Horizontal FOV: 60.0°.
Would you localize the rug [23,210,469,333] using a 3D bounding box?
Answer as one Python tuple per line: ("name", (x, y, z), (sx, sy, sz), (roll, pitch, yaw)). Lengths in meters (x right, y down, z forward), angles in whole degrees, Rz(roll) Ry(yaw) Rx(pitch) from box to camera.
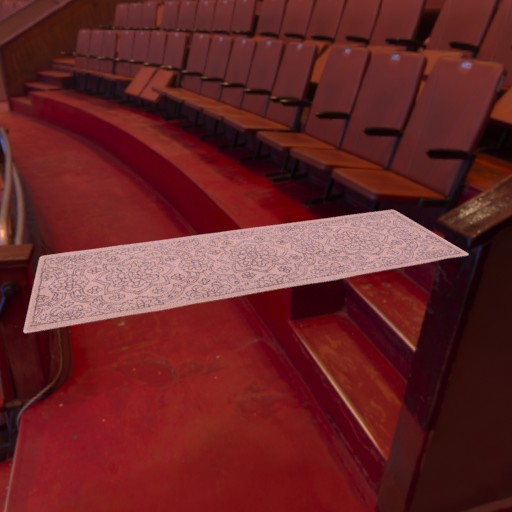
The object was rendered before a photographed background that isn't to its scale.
("rug", (0.000, 0.000, 2.630), (2.431, 0.006, 0.806), (-9, 28, -16))
